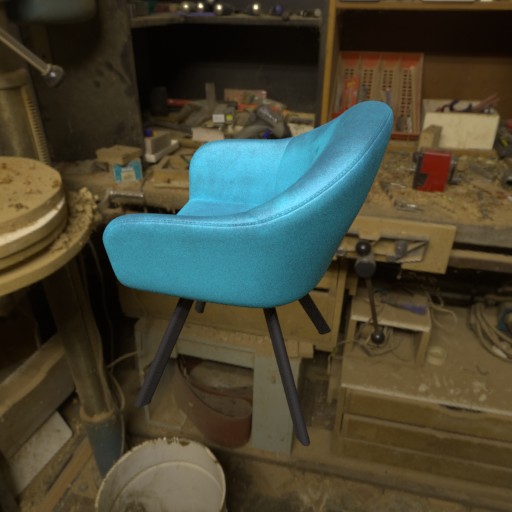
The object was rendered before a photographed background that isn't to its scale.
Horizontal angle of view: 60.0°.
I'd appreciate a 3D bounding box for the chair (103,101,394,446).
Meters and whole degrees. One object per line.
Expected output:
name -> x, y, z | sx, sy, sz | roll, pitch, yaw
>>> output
chair -> 0.000, 0.000, 1.136 | 0.570, 0.780, 0.540 | 8, 32, 13
